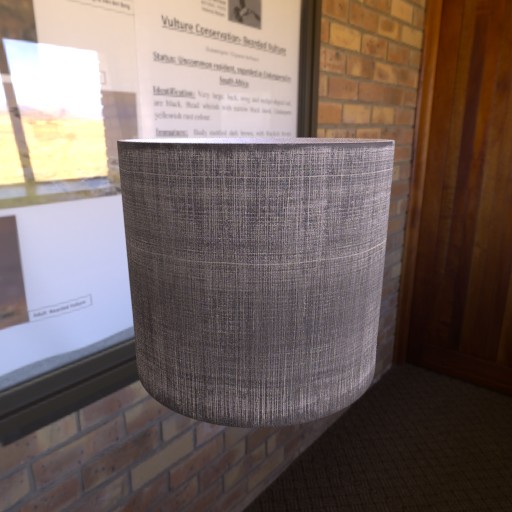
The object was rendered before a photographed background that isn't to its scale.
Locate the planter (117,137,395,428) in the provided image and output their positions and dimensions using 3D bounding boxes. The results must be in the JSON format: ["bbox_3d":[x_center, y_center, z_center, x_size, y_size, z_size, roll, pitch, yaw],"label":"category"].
[{"bbox_3d":[0.000,0.000,0.395,0.221,0.201,0.221,0,16,0],"label":"planter"}]
